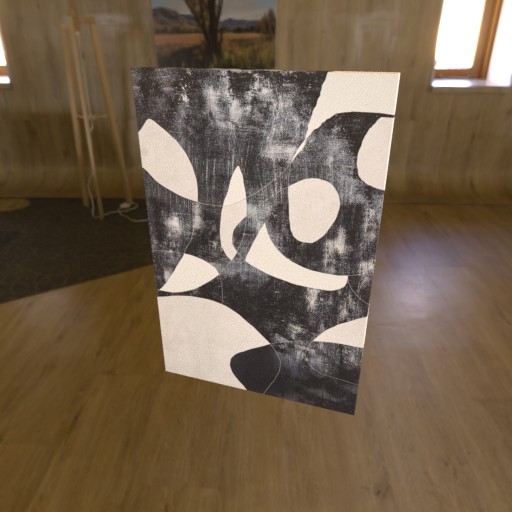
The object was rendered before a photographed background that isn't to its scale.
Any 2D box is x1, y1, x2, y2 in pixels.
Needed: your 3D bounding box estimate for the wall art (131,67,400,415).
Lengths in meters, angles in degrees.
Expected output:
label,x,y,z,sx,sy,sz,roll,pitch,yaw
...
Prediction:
label,x,y,z,sx,sy,sz,roll,pitch,yaw
wall art,0.000,0.000,1.179,0.610,0.915,0.041,8,27,16
